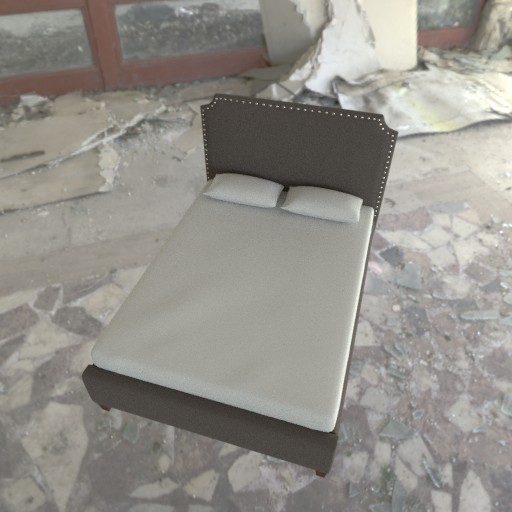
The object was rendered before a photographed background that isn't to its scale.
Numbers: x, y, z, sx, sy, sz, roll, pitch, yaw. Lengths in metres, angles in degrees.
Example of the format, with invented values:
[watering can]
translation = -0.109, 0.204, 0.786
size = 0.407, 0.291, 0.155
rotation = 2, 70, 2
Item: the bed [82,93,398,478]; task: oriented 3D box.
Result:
[bed]
translation = 0.000, 0.000, 3.363
size = 1.713, 1.443, 2.372
rotation = 12, 44, 12
